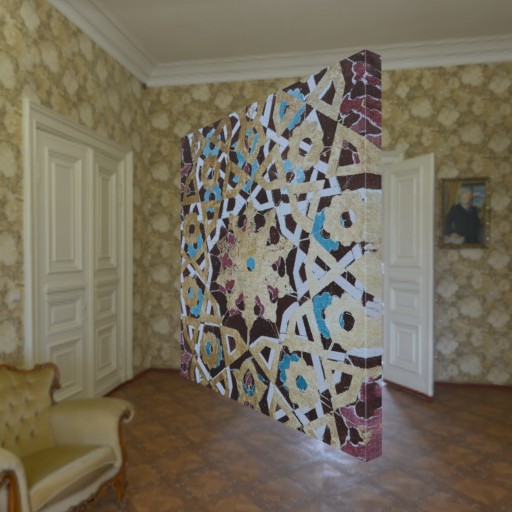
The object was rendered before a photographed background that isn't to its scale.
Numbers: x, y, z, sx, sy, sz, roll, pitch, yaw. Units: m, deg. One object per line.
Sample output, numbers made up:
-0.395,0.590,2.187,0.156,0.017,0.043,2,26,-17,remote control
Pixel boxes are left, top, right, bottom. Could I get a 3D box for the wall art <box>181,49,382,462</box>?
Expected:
0.000,0.000,0.915,0.041,0.613,0.609,0,0,-36,wall art
